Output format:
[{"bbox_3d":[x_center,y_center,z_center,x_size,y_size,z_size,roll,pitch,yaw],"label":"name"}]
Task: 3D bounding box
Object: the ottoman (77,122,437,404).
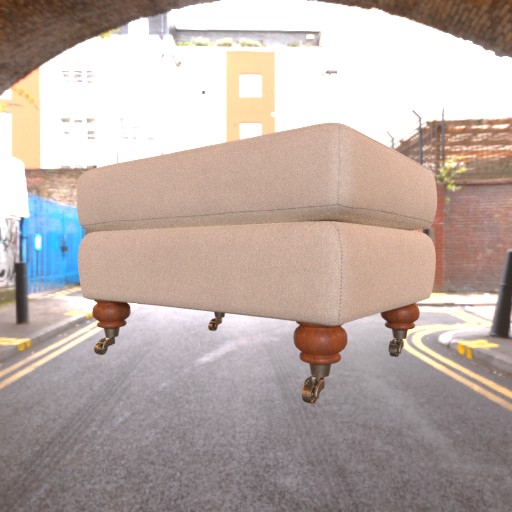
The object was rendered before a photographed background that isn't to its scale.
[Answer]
[{"bbox_3d":[0.000,0.000,1.133,0.773,0.499,0.569,0,1,37],"label":"ottoman"}]
